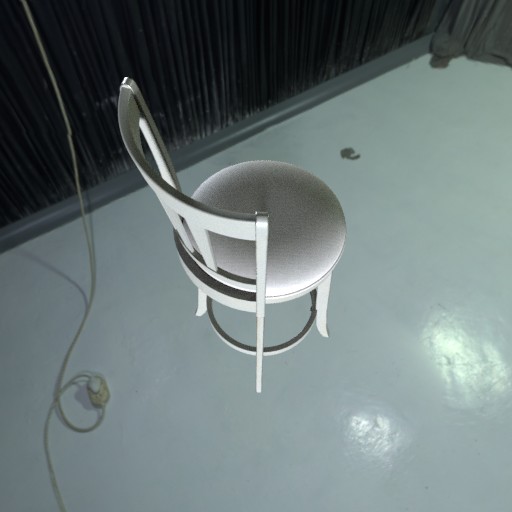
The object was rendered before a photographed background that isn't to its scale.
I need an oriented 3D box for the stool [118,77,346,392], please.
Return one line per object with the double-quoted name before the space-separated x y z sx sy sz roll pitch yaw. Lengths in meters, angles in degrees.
"stool" 0.000 0.000 1.239 0.475 1.042 0.436 -34 64 -19
